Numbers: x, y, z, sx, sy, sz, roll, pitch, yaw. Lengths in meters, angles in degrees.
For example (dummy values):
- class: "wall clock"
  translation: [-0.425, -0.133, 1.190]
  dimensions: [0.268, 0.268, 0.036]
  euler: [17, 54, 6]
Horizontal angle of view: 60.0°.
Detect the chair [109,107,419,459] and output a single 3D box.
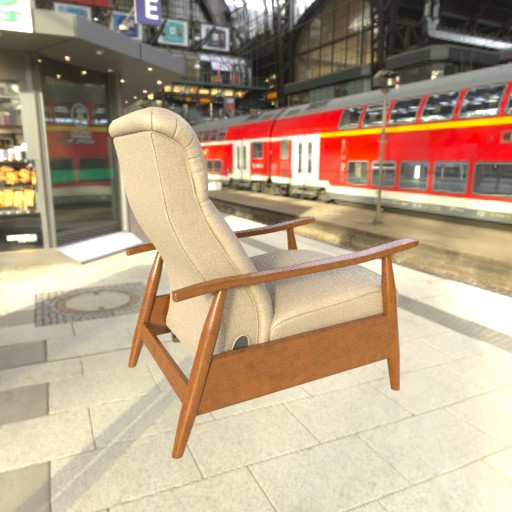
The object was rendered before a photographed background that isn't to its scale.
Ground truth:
- class: "chair"
  translation: [0.000, 0.000, 1.819]
  dimensions: [1.032, 1.082, 0.762]
  euler: [-6, 14, -26]
